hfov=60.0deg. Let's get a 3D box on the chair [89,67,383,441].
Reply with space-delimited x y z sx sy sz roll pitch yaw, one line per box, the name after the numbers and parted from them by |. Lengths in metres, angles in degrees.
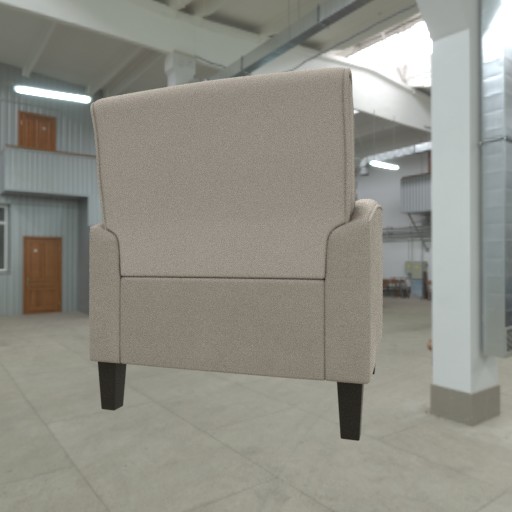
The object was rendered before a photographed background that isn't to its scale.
0.000 0.000 1.522 0.820 0.915 0.820 0 0 18 | chair
